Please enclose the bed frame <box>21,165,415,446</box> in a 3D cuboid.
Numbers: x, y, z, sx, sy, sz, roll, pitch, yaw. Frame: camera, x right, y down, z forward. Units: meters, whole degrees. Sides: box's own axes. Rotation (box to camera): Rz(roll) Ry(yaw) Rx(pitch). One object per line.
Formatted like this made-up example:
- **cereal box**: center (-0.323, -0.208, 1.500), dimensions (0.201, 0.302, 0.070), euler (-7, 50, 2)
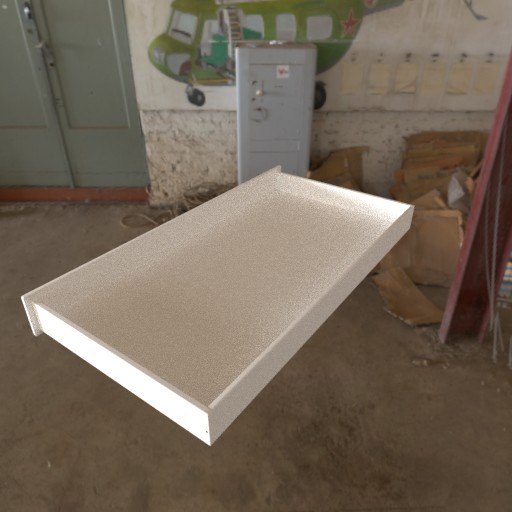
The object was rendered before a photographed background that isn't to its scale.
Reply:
- **bed frame**: center (0.000, 0.000, 1.546), dimensions (0.670, 0.141, 1.300), euler (21, 37, 30)
